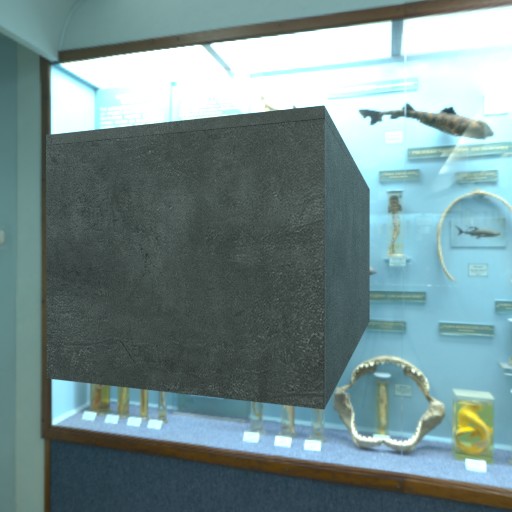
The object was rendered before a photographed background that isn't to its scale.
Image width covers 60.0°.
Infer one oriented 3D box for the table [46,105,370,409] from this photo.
[{"bbox_3d":[0.000,0.000,0.904,0.400,0.350,0.700,0,0,18],"label":"table"}]
